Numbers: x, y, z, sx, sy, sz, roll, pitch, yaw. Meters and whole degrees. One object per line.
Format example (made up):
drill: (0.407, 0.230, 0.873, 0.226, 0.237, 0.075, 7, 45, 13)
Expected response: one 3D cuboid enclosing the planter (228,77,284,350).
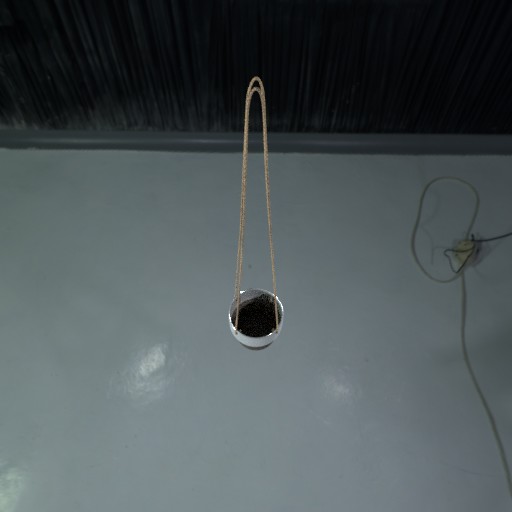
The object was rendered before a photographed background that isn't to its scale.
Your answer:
planter: (0.000, 0.000, 1.173, 0.187, 1.073, 0.187, -1, 59, -1)
